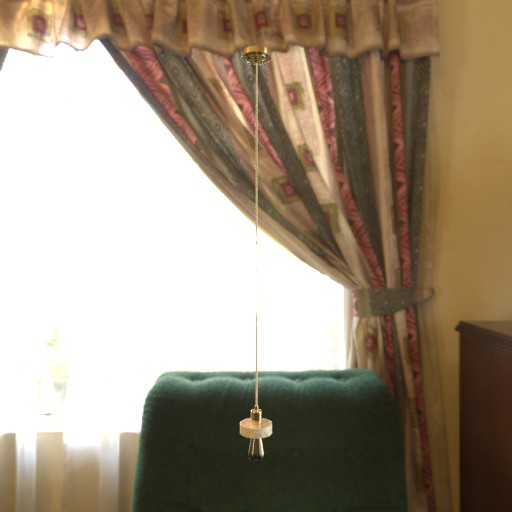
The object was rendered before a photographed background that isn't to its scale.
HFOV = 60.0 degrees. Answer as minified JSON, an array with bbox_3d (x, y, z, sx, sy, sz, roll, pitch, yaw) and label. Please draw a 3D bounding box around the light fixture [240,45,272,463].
[{"bbox_3d":[0.000,0.000,1.804,0.129,1.669,0.129,0,-1,-17],"label":"light fixture"}]
